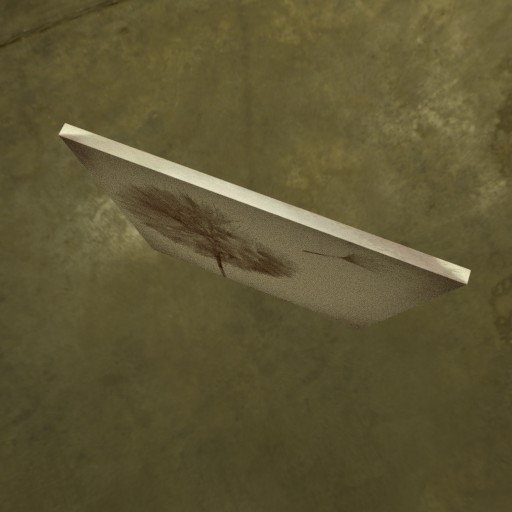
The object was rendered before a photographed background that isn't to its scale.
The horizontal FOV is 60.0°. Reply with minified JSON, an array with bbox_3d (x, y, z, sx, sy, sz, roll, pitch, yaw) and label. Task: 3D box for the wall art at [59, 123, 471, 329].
[{"bbox_3d":[0.000,0.000,1.142,0.762,0.762,0.027,21,76,5],"label":"wall art"}]
